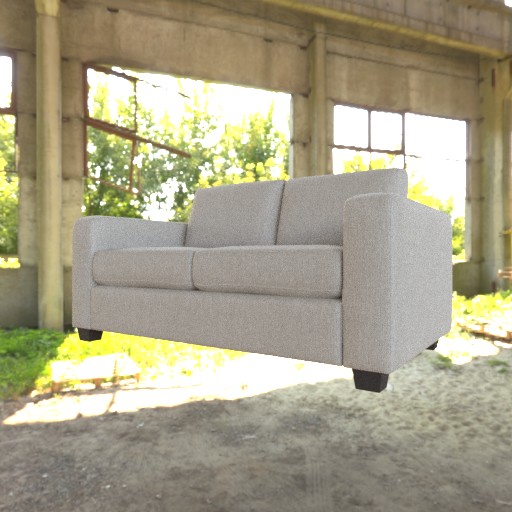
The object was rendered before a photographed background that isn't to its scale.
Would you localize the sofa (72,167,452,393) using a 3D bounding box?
[{"bbox_3d":[0.000,0.000,2.040,1.540,0.800,0.900,0,0,34],"label":"sofa"}]
